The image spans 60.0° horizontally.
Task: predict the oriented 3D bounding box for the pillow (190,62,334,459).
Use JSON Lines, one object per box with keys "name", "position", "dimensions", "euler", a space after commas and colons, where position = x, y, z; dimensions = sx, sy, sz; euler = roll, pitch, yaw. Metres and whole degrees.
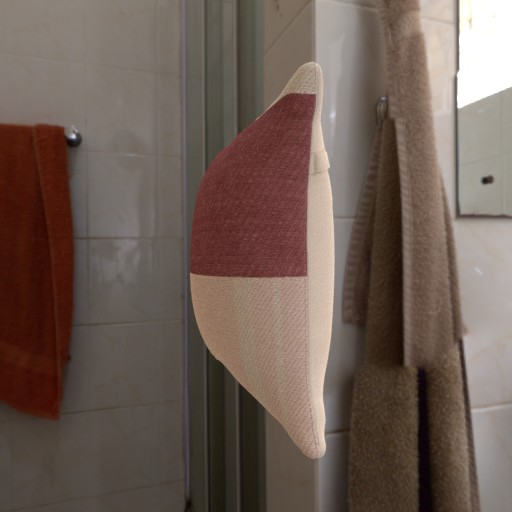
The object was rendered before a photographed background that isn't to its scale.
{"name": "pillow", "position": [0.000, 0.000, 0.803], "dimensions": [0.229, 0.506, 0.536], "euler": [0, 1, -17]}
